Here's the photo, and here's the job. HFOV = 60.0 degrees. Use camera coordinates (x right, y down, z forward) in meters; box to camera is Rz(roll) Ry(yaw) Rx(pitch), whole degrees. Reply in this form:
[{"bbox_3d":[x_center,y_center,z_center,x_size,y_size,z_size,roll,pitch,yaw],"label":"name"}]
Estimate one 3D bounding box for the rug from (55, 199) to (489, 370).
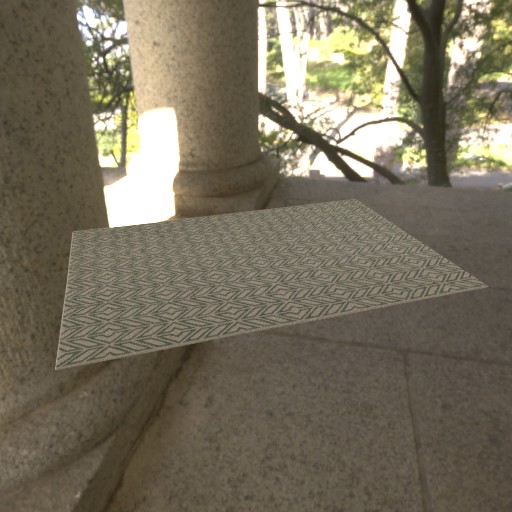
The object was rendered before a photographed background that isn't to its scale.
[{"bbox_3d":[0.000,0.000,2.280,1.828,0.007,1.220,-8,28,-16],"label":"rug"}]
